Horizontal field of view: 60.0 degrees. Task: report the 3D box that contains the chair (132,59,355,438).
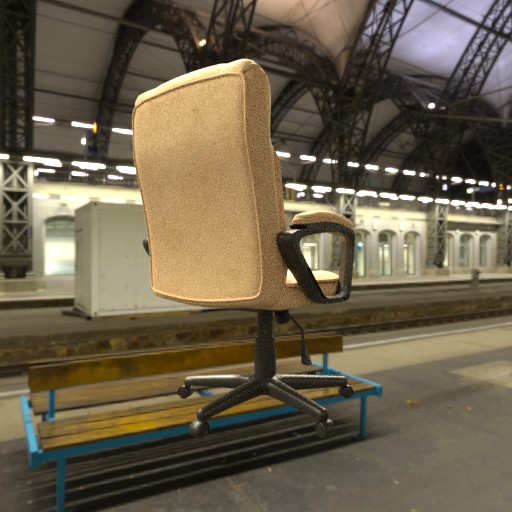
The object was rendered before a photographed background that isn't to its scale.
[{"bbox_3d":[0.000,0.000,1.583,0.667,1.105,0.724,0,0,37],"label":"chair"}]
